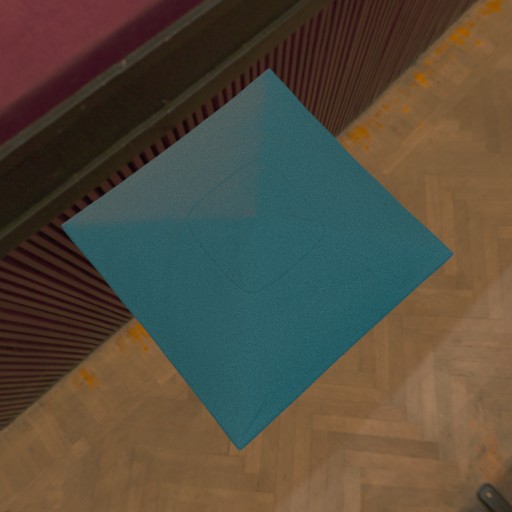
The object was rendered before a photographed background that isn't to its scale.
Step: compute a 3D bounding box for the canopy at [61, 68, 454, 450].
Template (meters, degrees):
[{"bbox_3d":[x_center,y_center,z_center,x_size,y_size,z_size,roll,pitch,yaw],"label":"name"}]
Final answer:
[{"bbox_3d":[0.000,0.000,5.435,2.998,2.997,2.996,-40,80,-9],"label":"canopy"}]
